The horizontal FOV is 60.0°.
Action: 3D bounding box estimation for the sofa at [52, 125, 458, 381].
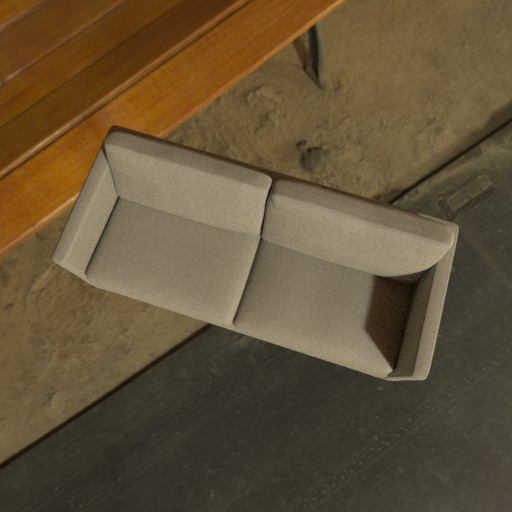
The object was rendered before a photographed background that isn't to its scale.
[{"bbox_3d":[0.000,0.000,2.803,2.208,0.963,0.956,17,75,5],"label":"sofa"}]
